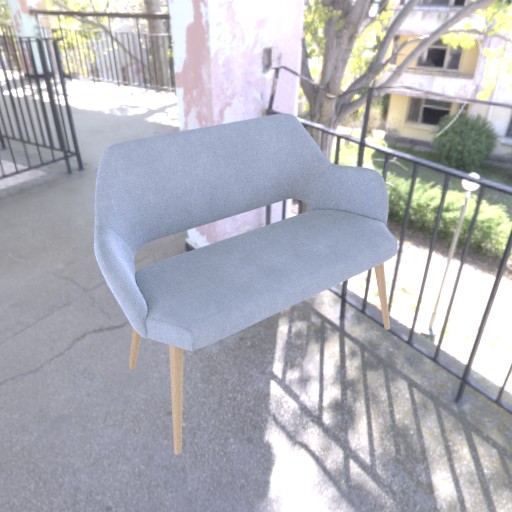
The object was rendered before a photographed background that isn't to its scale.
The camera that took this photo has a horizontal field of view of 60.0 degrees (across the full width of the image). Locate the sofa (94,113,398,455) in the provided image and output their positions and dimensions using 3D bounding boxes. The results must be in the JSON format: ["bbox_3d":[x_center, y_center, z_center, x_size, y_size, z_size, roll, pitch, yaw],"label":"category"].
[{"bbox_3d":[0.000,0.000,1.644,1.150,0.840,0.610,-21,36,-31],"label":"sofa"}]
